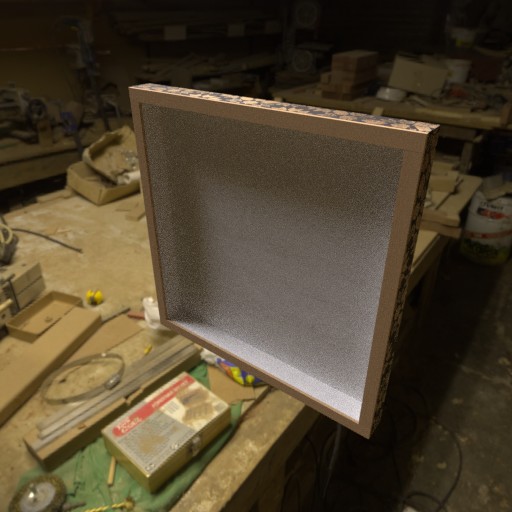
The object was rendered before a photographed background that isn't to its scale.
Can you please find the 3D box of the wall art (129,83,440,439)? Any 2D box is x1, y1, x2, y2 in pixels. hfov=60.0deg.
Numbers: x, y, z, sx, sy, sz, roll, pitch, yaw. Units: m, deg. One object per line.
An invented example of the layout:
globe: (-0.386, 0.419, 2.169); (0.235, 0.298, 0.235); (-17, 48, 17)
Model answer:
wall art: (0.000, 0.000, 0.608); (0.405, 0.405, 0.038); (21, 36, 32)
